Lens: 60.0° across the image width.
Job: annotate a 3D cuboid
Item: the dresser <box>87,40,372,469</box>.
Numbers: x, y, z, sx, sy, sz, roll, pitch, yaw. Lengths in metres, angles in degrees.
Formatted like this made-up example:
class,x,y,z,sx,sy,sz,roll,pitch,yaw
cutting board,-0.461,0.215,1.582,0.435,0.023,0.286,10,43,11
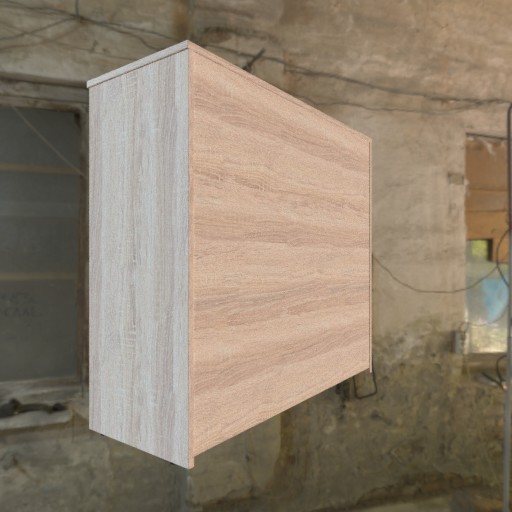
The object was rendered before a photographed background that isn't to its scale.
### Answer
class,x,y,z,sx,sy,sz,roll,pitch,yaw
dresser,0.000,0.000,1.428,0.380,0.900,0.980,0,0,37
